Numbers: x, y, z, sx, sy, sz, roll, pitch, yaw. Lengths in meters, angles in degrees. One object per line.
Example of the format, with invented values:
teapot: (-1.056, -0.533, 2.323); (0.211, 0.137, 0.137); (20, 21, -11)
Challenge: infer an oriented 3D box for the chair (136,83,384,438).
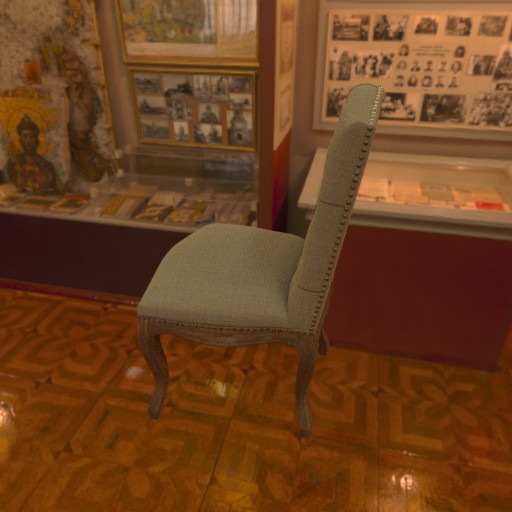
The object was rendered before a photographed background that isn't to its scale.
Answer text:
chair: (0.000, 0.000, 1.589); (0.731, 1.191, 0.637); (8, 31, 13)
